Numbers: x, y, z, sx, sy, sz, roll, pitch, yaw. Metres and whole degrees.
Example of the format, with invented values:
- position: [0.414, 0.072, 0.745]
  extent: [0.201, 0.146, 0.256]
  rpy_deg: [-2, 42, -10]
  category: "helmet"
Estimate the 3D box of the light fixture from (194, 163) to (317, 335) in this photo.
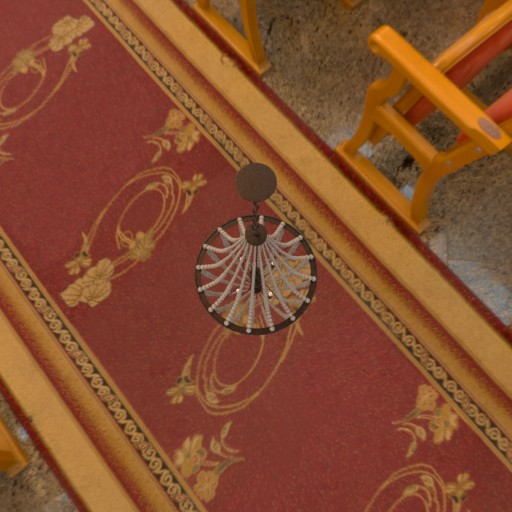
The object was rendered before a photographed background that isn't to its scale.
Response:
- position: [0.000, 0.000, 1.378]
  extent: [0.450, 1.133, 0.450]
  rpy_deg: [0, 76, 0]
  category: "light fixture"
